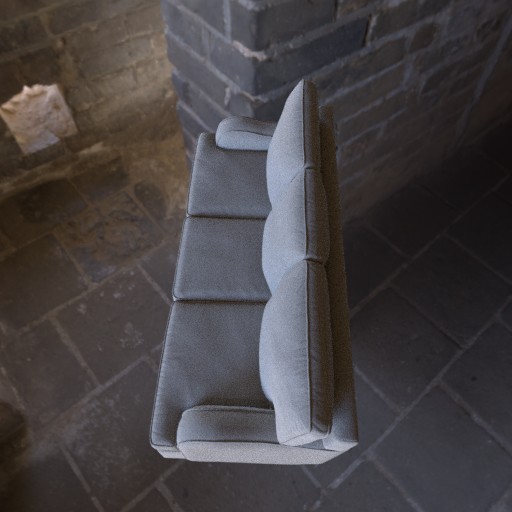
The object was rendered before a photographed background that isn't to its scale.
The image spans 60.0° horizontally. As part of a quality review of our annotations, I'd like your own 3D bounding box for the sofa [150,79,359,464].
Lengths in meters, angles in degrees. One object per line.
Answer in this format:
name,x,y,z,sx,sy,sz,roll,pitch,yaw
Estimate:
sofa,0.000,0.000,2.814,1.016,0.997,2.323,2,57,1
